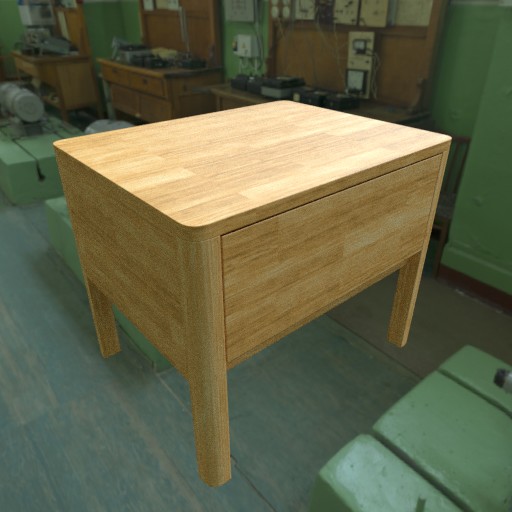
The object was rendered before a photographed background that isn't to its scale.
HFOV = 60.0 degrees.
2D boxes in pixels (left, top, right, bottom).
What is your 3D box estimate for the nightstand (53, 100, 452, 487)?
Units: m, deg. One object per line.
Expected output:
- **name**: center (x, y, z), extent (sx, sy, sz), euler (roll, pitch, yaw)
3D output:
- **nightstand**: center (0.000, 0.000, 0.892), extent (0.560, 0.470, 0.440), euler (-23, 37, -34)
